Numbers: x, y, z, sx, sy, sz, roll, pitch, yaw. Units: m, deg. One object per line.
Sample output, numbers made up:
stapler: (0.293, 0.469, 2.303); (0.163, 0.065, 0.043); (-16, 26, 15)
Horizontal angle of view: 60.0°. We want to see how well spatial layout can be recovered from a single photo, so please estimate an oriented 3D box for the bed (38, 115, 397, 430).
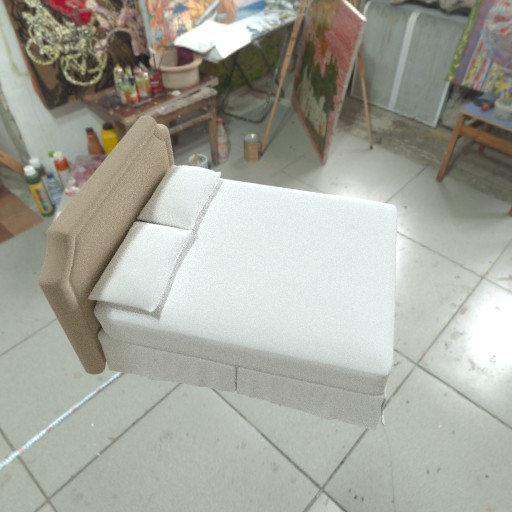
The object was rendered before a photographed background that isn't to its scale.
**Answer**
bed: (0.000, 0.000, 3.307); (2.204, 1.301, 1.828); (10, 47, 9)
